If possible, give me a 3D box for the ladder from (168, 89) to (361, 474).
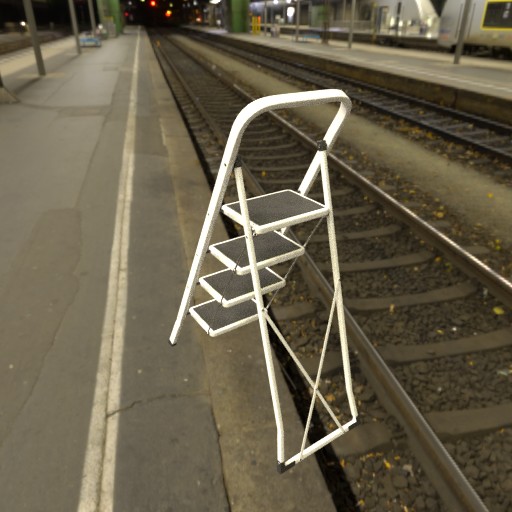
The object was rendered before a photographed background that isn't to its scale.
[{"bbox_3d":[0.000,0.000,1.728,0.460,1.265,0.914,-18,33,-30],"label":"ladder"}]
